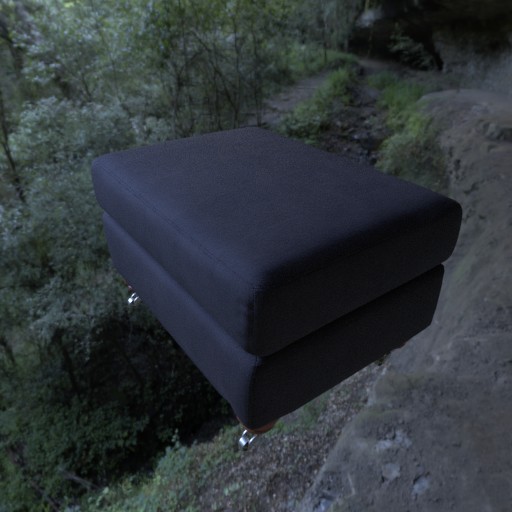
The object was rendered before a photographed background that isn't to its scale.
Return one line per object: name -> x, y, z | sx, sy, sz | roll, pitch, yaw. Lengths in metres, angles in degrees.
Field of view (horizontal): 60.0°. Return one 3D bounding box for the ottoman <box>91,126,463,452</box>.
ottoman -> 0.000, 0.000, 1.146 | 0.574, 0.497, 0.773 | -21, 37, -30
